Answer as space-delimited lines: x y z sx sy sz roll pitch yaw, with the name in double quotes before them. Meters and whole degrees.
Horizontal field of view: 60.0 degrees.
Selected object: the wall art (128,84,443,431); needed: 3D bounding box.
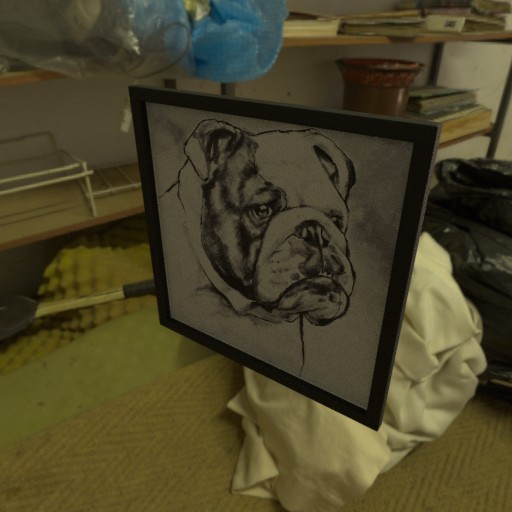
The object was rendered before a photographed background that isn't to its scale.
"wall art" 0.000 0.000 0.674 0.456 0.453 0.022 19 34 30
